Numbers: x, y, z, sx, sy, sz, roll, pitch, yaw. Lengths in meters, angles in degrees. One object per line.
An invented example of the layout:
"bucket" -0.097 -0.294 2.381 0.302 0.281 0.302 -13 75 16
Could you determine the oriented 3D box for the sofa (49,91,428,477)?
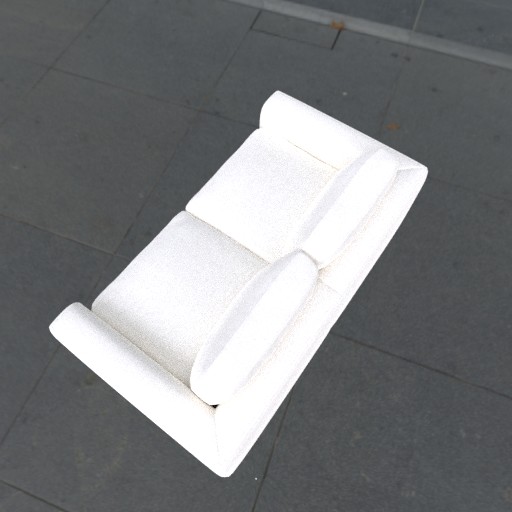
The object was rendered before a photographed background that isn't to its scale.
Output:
"sofa" 0.000 0.000 2.402 1.069 0.801 1.920 33 68 15
